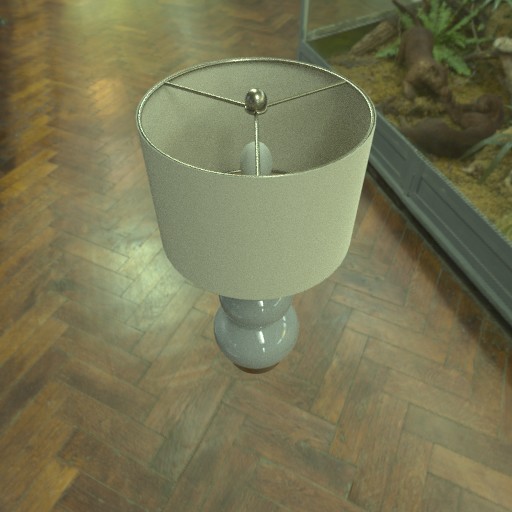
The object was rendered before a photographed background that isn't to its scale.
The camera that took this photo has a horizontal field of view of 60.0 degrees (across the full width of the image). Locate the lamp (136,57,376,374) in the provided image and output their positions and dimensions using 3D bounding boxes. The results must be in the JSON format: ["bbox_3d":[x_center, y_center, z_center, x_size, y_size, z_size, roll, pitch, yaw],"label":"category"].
[{"bbox_3d":[0.000,0.000,0.933,0.367,0.730,0.367,32,54,27],"label":"lamp"}]
